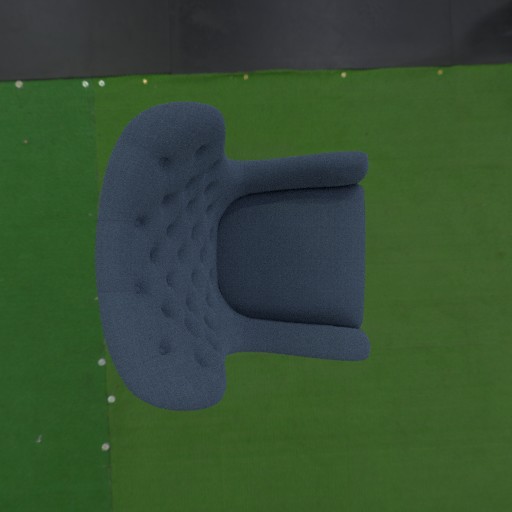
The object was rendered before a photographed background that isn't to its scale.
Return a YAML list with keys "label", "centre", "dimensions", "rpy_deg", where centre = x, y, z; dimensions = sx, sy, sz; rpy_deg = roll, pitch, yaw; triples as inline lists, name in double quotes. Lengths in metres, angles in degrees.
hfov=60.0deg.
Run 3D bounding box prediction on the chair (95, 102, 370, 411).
- label: "chair"
  centre: [0.000, 0.000, 1.705]
  dimensions: [0.930, 1.079, 0.831]
  rpy_deg: [0, 90, -2]
